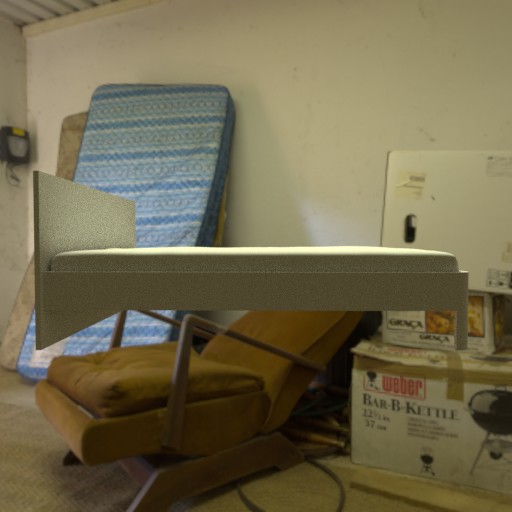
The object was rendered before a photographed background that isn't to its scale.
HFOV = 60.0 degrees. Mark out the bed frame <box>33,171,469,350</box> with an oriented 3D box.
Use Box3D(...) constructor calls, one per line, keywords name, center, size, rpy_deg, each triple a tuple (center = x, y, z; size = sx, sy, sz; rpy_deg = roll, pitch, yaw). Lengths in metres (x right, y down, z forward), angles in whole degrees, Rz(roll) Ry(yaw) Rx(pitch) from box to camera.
Box3D(name="bed frame", center=(0.000, 0.000, 2.703), size=(1.950, 0.800, 1.490), rpy_deg=(0, 2, 1))
